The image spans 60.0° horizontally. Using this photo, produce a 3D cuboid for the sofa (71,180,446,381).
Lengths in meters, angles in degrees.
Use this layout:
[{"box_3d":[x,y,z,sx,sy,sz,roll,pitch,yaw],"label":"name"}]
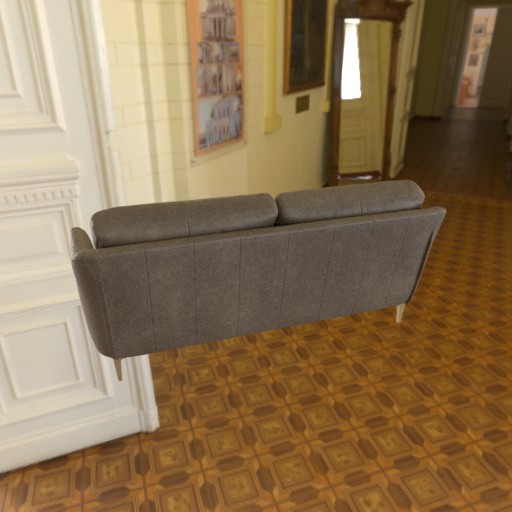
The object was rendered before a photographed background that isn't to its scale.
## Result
[{"box_3d":[0.000,0.000,2.607,2.036,0.902,0.960,-8,26,-17],"label":"sofa"}]
